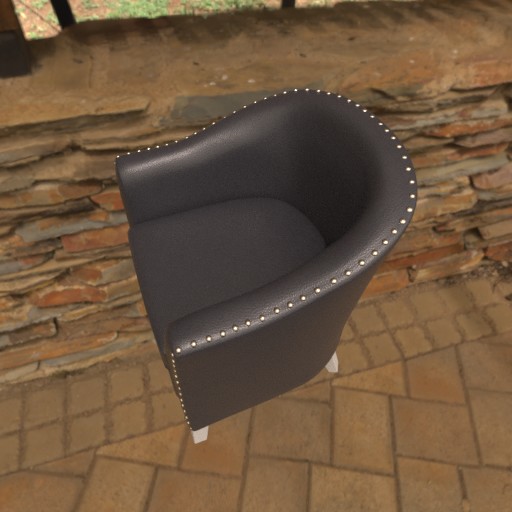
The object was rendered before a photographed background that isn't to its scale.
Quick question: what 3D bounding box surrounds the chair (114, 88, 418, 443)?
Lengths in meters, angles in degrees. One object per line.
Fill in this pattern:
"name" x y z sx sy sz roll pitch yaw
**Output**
"chair" 0.000 0.000 1.422 0.748 0.823 0.794 -16 49 -14
